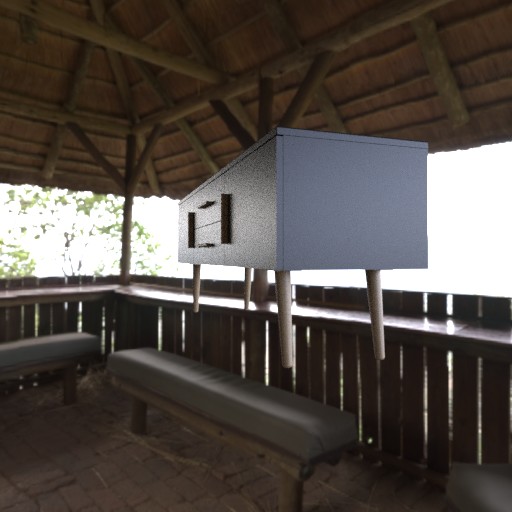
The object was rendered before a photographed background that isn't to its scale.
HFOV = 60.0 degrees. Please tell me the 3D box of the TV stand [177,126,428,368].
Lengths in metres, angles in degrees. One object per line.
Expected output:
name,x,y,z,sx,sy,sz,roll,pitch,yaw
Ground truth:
TV stand,0.000,0.000,1.571,0.390,0.518,1.312,0,0,-19
